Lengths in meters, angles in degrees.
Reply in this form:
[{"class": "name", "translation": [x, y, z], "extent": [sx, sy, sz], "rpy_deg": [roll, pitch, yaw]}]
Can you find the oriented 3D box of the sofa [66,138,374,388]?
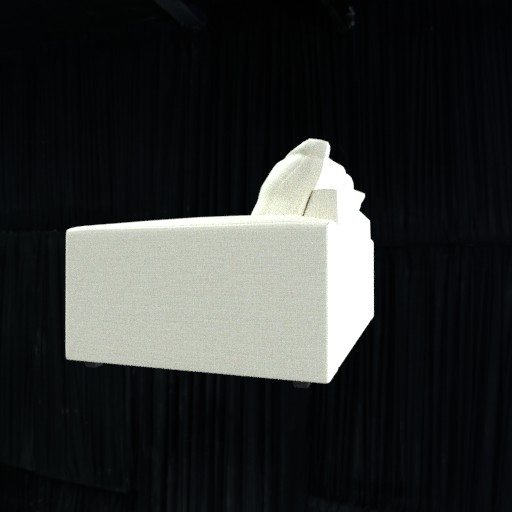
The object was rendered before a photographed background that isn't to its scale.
[{"class": "sofa", "translation": [0.000, 0.000, 2.382], "extent": [1.091, 0.875, 1.754], "rpy_deg": [0, 0, 19]}]
